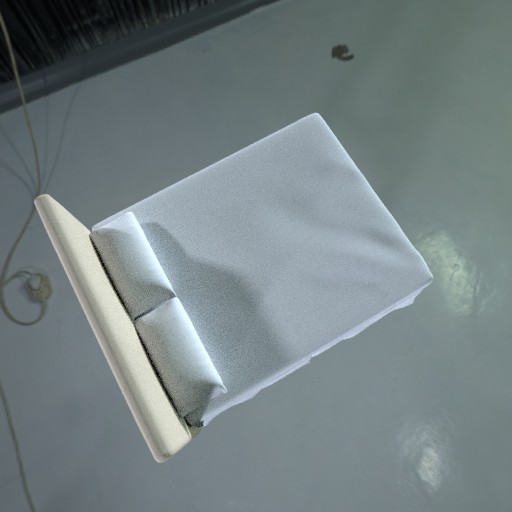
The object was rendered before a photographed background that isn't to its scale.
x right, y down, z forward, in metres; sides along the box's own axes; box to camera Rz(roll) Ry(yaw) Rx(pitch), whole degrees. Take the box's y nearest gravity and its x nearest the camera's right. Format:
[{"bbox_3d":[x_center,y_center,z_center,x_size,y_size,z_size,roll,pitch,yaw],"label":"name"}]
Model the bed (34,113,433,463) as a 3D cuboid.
[{"bbox_3d":[0.000,0.000,3.157,2.142,1.330,1.723,-29,76,-8],"label":"bed"}]
